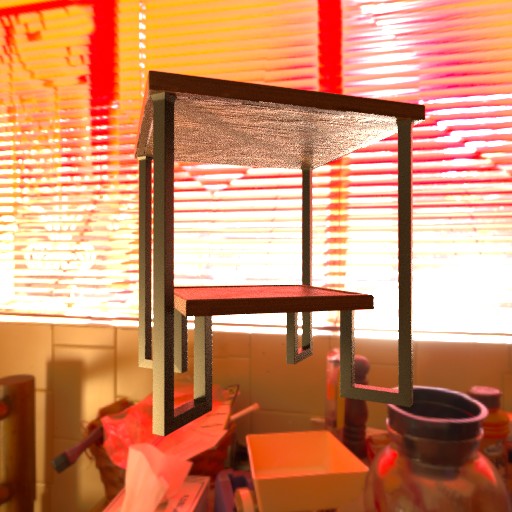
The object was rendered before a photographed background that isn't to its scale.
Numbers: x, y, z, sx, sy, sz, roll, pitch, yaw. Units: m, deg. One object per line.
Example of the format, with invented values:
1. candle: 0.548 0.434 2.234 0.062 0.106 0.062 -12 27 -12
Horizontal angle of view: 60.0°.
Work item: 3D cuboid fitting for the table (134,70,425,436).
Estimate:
1. table: 0.000 0.000 0.986 0.503 0.563 0.503 0 0 -18
